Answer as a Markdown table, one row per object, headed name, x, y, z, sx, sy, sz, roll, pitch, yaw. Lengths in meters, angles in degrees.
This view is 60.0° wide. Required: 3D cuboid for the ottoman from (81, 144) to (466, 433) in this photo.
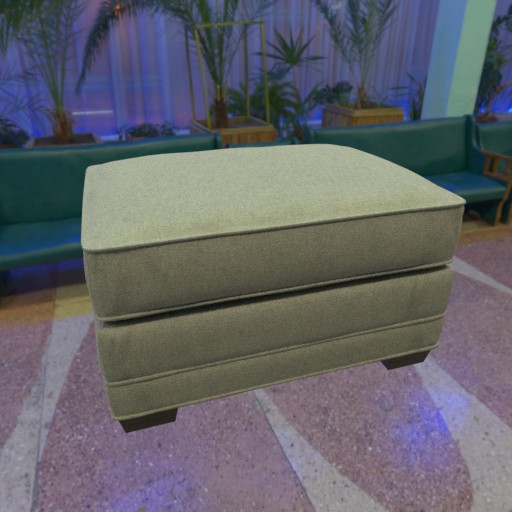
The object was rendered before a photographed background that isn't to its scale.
| name | x | y | z | sx | sy | sz | roll | pitch | yaw |
| --- | --- | --- | --- | --- | --- | --- | --- | --- | --- |
| ottoman | 0.000 | 0.000 | 1.210 | 0.848 | 0.508 | 0.611 | -8 | 28 | -16 |
